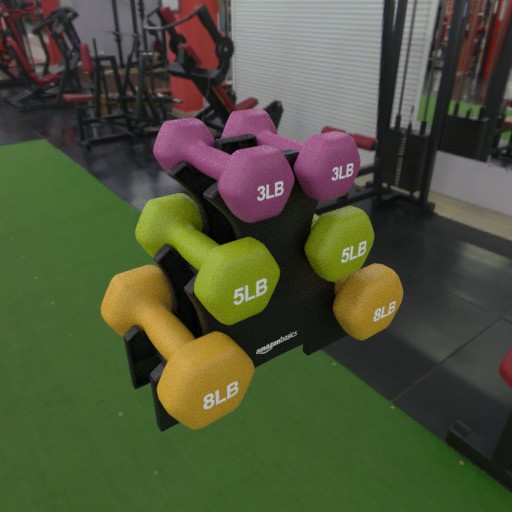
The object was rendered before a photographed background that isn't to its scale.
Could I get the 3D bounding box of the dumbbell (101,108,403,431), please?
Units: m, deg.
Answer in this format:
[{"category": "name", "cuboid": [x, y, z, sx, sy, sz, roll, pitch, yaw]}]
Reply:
[{"category": "dumbbell", "cuboid": [0.000, 0.000, 0.470, 0.300, 0.271, 0.190, -19, 35, -30]}]
